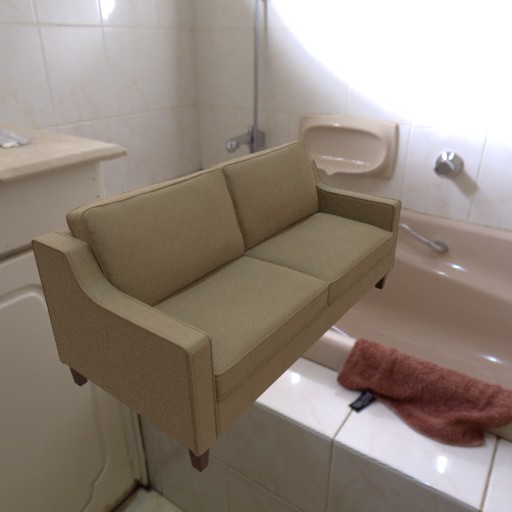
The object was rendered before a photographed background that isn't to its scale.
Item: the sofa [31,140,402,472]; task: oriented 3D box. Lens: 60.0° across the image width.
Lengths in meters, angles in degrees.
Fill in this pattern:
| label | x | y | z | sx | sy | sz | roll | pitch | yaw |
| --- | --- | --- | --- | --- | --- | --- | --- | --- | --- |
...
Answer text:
| label | x | y | z | sx | sy | sz | roll | pitch | yaw |
| --- | --- | --- | --- | --- | --- | --- | --- | --- | --- |
| sofa | 0.000 | 0.000 | 2.757 | 1.066 | 1.071 | 2.178 | 18 | 31 | 33 |
